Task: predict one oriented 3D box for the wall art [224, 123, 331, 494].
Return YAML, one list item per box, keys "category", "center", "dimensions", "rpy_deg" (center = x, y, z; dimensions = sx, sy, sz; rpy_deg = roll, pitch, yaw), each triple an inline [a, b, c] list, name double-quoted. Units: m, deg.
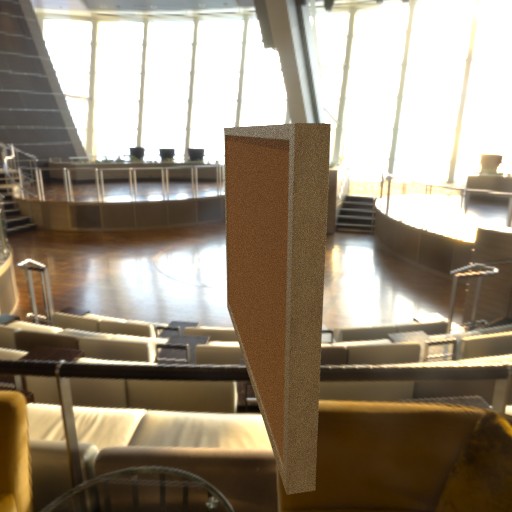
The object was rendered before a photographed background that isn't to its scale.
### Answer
- category: "wall art"
  center: [0.000, 0.000, 0.676]
  dimensions: [0.032, 0.380, 0.532]
  rpy_deg: [-3, 16, -10]
